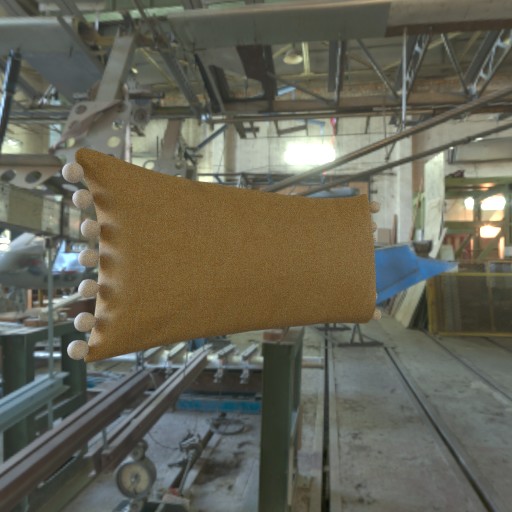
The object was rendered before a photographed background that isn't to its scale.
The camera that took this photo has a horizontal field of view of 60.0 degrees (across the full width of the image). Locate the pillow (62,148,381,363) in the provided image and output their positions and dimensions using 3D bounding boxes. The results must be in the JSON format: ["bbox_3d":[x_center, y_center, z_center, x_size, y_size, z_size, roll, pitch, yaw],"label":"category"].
[{"bbox_3d":[0.000,0.000,0.855,0.709,0.322,0.201,0,0,-36],"label":"pillow"}]
